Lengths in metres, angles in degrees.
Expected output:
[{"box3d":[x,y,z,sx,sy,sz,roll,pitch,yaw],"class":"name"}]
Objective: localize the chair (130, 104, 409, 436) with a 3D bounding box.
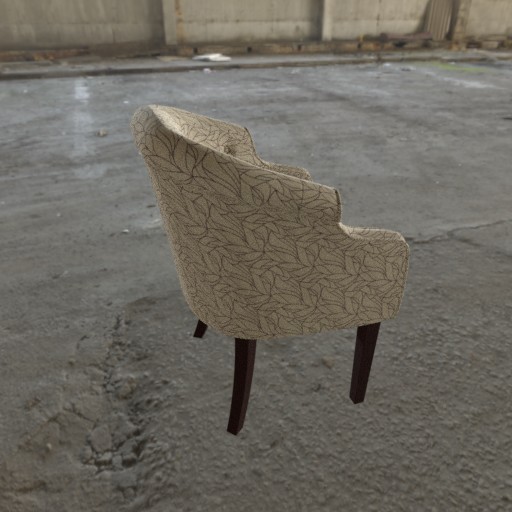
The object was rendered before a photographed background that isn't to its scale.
[{"box3d":[0.000,0.000,1.307,0.613,0.858,0.686,-10,30,-17],"class":"chair"}]
